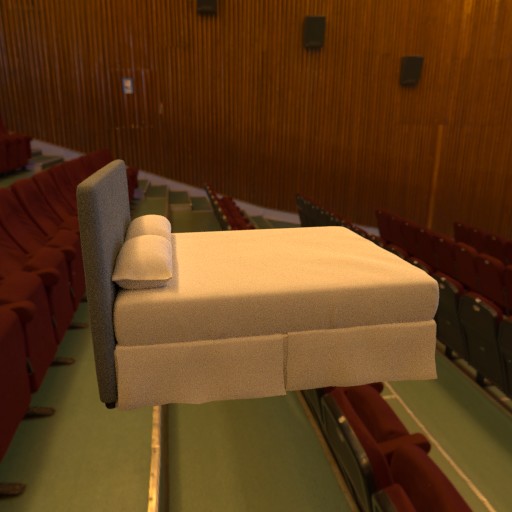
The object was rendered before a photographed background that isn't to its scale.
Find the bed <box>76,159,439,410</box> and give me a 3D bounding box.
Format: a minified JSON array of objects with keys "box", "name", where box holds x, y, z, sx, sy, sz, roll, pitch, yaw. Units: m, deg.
[{"box":[0.000,0.000,3.296,2.142,1.330,1.713,-3,17,-11],"name":"bed"}]
